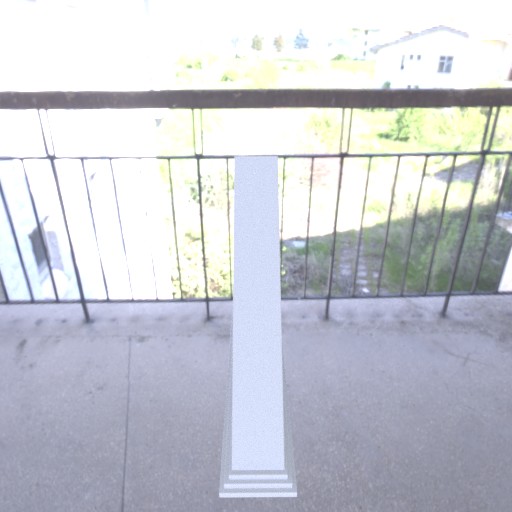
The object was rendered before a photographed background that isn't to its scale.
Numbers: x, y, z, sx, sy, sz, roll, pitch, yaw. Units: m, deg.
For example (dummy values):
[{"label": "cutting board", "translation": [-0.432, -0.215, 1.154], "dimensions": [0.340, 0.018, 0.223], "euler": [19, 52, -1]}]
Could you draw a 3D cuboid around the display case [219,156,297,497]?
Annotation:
[{"label": "display case", "translation": [0.000, 0.000, 0.752], "dimensions": [0.095, 0.340, 0.640], "euler": [0, 26, 0]}]
